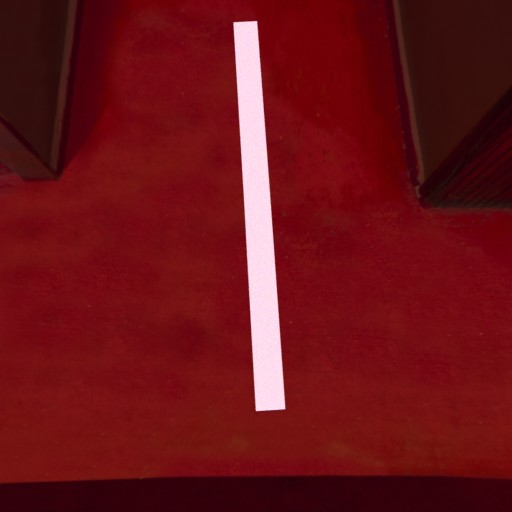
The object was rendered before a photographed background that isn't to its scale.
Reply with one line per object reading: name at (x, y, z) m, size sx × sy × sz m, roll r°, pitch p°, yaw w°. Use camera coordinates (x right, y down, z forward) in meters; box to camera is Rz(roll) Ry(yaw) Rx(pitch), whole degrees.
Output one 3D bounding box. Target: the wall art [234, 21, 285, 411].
wall art at (0.000, 0.000, 0.745) m, size 0.030 × 0.549 × 0.443 m, roll -3°, pitch 76°, yaw -1°
